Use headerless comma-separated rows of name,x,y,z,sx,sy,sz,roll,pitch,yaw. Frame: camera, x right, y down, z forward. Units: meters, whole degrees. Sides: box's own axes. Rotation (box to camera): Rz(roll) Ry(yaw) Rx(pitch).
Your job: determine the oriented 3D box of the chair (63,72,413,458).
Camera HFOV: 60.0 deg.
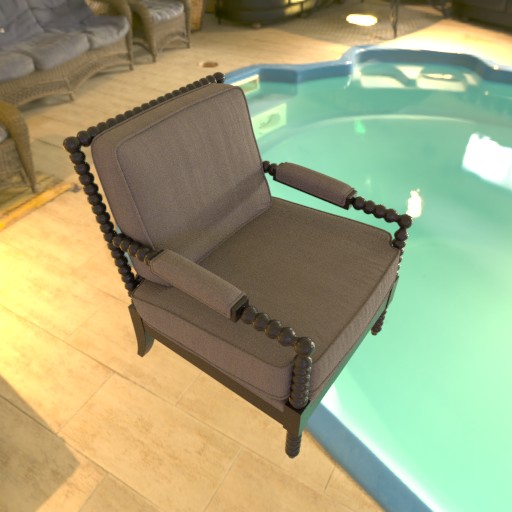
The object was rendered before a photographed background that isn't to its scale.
chair,0.000,0.000,1.111,0.622,0.661,0.540,26,48,26
